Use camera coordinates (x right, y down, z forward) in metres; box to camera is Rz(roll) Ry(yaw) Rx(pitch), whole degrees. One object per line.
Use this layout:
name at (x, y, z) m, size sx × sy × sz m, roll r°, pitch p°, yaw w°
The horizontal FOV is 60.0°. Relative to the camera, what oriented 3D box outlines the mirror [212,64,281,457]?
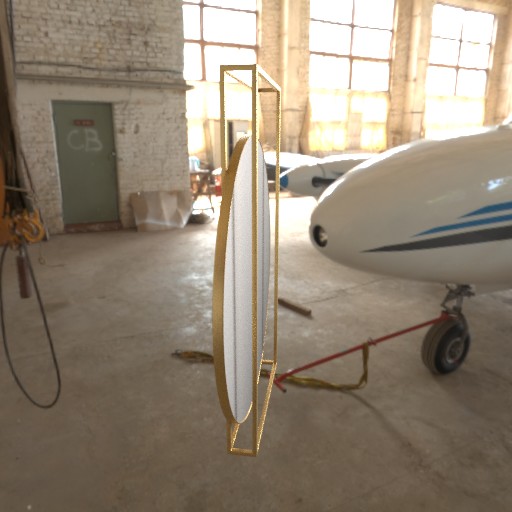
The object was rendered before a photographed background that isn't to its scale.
mirror at (0.000, 0.000, 0.807) m, size 0.051 × 0.603 × 0.508 m, roll 2°, pitch 15°, yaw 8°
